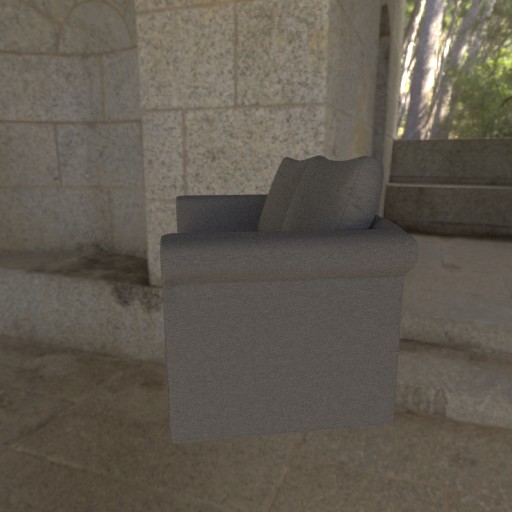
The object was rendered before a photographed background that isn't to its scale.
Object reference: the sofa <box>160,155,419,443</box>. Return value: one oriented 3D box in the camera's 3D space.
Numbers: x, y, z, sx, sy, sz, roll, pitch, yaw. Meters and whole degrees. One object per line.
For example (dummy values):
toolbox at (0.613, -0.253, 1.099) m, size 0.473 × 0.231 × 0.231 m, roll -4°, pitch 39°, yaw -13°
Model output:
sofa at (0.000, 0.000, 1.966) m, size 0.741 × 0.872 × 1.460 m, roll -2°, pitch 13°, yaw -8°
